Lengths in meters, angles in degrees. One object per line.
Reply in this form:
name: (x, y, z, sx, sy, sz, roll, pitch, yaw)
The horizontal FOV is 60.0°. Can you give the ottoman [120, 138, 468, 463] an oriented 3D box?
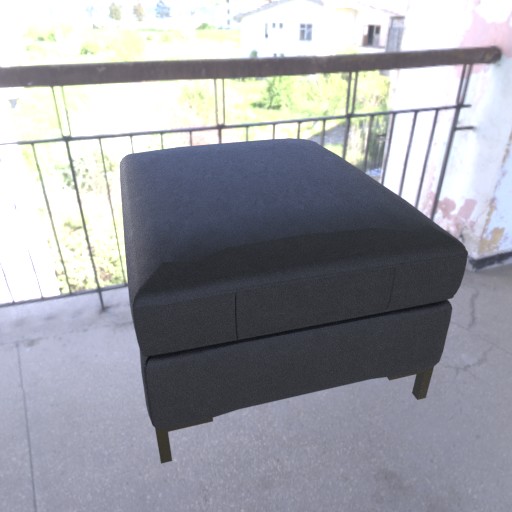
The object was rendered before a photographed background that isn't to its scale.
ottoman: (0.000, 0.000, 1.771, 0.967, 0.696, 1.187, -8, 31, -14)
